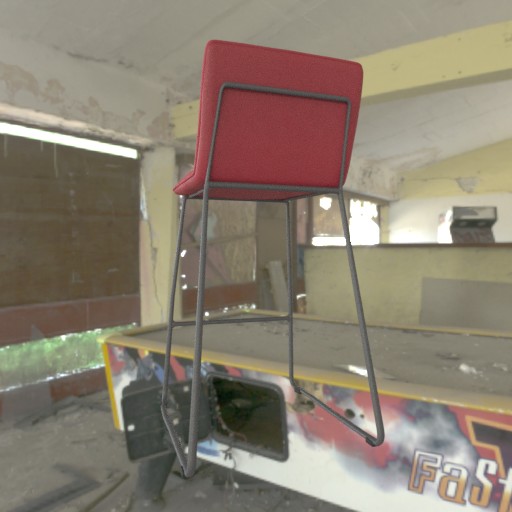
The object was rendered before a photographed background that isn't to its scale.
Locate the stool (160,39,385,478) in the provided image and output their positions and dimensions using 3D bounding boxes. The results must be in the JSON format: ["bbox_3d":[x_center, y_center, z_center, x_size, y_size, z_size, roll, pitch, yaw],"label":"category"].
[{"bbox_3d":[0.000,0.000,1.230,0.489,0.937,0.524,0,1,-19],"label":"stool"}]
